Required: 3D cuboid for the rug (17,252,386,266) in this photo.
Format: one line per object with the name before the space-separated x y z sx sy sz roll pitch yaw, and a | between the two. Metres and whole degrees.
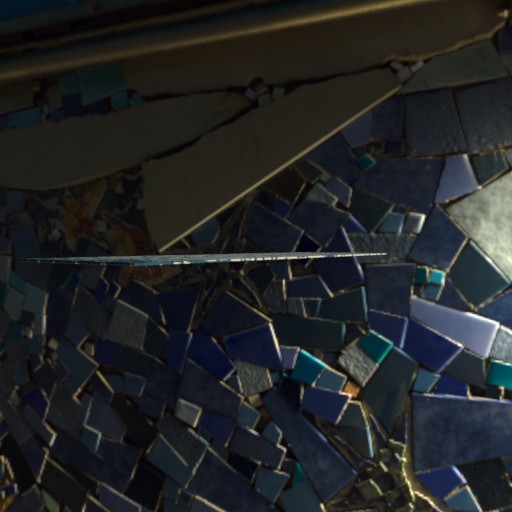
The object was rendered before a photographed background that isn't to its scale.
rug | 0.000 0.000 2.646 0.750 0.011 2.435 1 2 35
